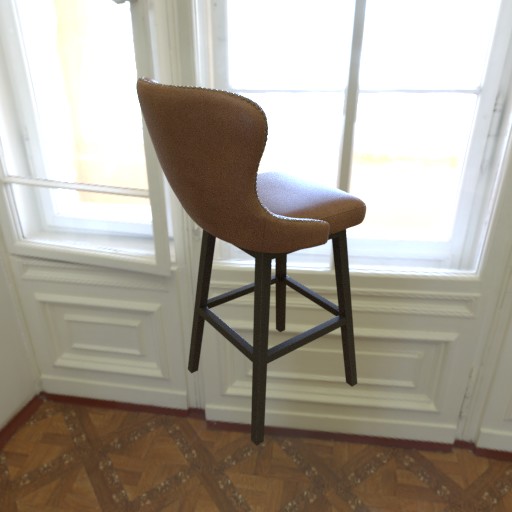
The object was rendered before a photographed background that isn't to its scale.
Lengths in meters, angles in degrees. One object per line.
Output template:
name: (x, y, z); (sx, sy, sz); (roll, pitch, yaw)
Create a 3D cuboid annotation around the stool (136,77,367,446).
stool: (0.000, 0.000, 1.391); (0.601, 1.050, 0.528); (-18, 32, -32)
